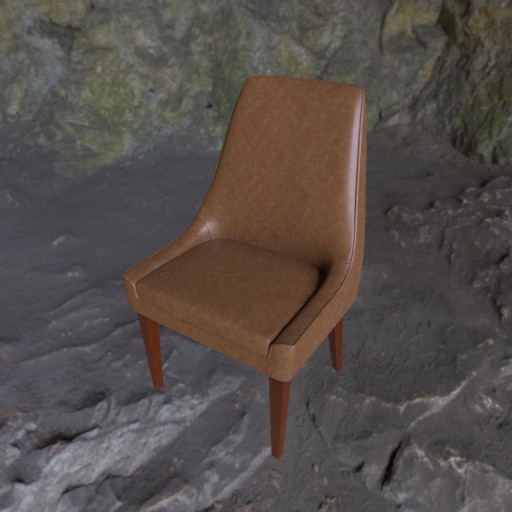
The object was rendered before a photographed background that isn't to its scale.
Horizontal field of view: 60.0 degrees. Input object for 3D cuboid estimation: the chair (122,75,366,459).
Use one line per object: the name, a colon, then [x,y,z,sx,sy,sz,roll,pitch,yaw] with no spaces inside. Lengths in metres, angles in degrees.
chair: [0.000,0.000,1.228,0.529,0.861,0.544,19,35,29]
